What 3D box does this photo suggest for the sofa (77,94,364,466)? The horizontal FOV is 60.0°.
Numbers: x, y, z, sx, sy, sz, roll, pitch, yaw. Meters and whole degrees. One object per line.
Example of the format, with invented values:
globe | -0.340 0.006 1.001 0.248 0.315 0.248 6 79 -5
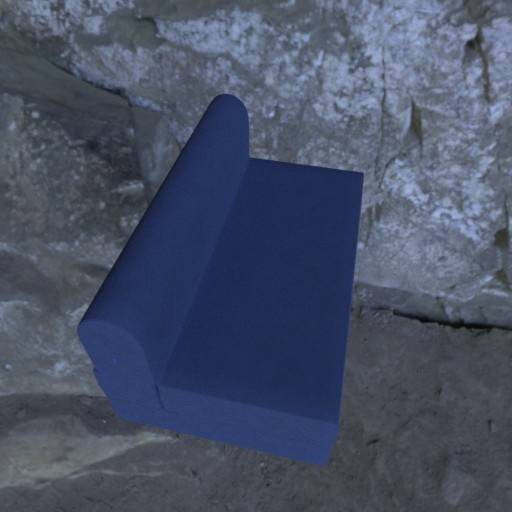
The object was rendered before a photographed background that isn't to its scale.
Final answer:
sofa | 0.000 0.000 1.705 0.762 0.660 1.219 10 48 9
